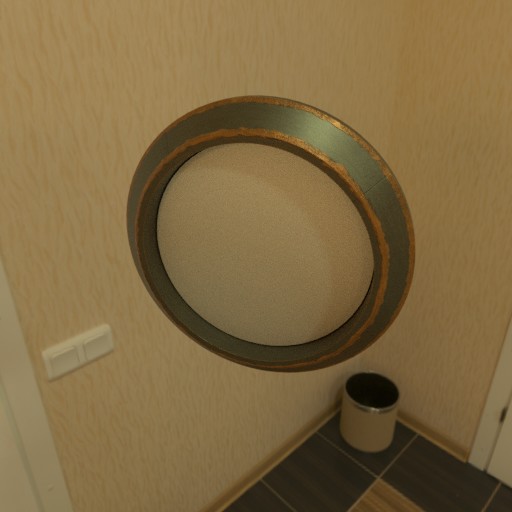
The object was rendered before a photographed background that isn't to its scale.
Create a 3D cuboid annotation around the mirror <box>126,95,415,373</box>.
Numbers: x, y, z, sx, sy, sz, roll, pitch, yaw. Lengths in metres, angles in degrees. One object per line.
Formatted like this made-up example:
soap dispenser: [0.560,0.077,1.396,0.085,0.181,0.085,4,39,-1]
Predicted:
mirror: [0.000,0.000,1.340,0.907,0.907,0.111,8,27,15]
